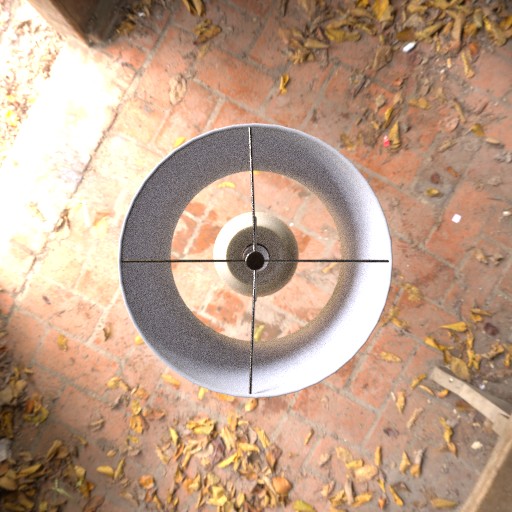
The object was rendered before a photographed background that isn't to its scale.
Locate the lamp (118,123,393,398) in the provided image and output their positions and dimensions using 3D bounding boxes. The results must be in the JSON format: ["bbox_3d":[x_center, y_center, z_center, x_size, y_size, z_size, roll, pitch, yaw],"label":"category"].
[{"bbox_3d":[0.000,0.000,0.575,0.217,0.453,0.217,0,91,0],"label":"lamp"}]
